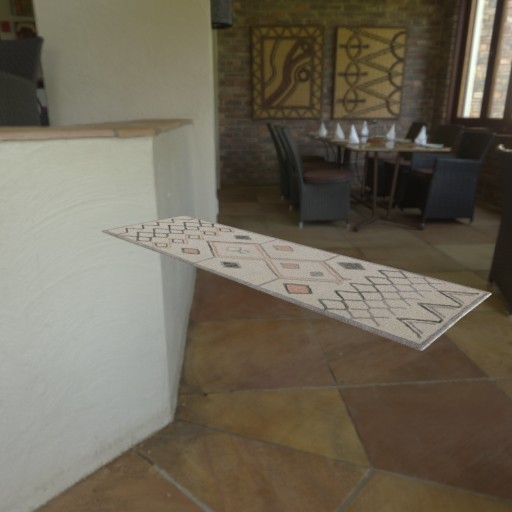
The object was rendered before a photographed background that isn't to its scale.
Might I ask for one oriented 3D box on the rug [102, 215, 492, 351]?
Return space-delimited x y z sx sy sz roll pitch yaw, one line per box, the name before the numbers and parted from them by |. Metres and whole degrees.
rug | 0.000 0.000 2.683 2.435 0.011 0.750 17 24 42
